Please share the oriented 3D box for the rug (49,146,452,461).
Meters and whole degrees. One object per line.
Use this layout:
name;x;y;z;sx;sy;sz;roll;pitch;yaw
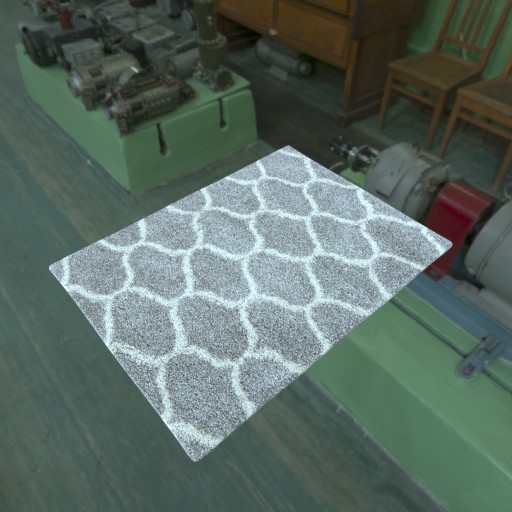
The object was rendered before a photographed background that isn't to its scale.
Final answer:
rug;0.000;0.000;2.178;1.600;0.025;1.200;-32;54;-27
